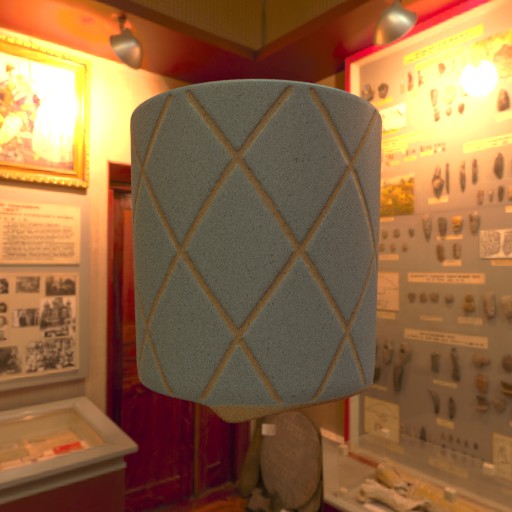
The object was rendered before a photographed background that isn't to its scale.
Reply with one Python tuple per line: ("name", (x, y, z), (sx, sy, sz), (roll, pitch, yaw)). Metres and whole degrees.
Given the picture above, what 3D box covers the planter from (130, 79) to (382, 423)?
("planter", (0.000, 0.000, 0.346), (0.191, 0.200, 0.191), (0, -1, 0))
